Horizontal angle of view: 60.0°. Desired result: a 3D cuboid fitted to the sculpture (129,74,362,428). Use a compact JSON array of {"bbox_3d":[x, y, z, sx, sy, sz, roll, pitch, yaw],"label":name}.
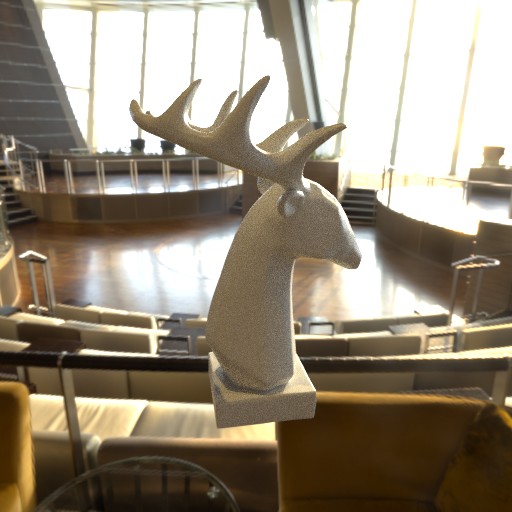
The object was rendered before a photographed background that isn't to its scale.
[{"bbox_3d":[0.000,0.000,0.452,0.224,0.329,0.174,-3,17,-10],"label":"sculpture"}]
